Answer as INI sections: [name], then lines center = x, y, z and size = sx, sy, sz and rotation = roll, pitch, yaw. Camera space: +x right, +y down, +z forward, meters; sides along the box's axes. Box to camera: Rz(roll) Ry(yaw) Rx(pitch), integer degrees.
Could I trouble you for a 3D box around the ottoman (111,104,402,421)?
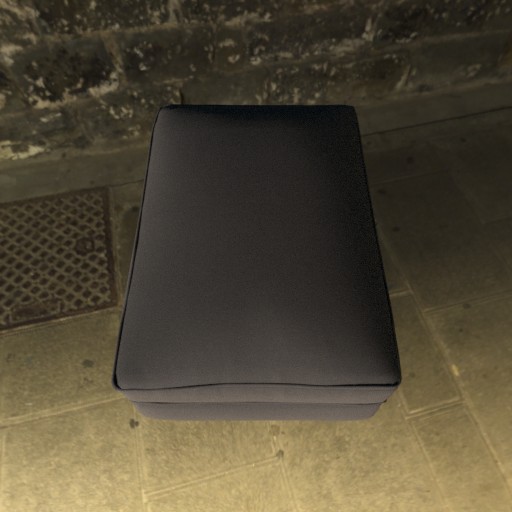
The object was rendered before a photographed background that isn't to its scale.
[ottoman]
center = 0.000, 0.000, 0.994
size = 0.508, 0.406, 0.686
rotation = 0, 58, 0
